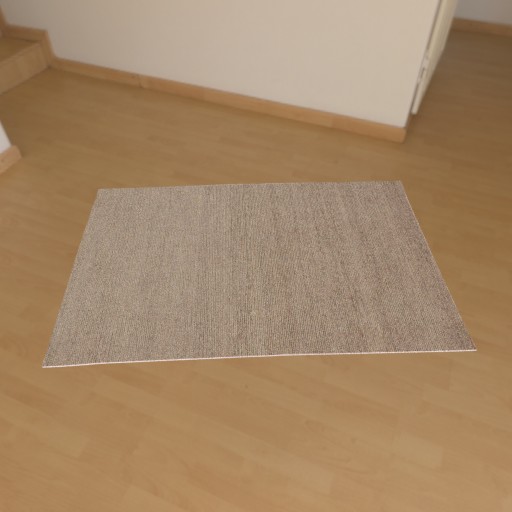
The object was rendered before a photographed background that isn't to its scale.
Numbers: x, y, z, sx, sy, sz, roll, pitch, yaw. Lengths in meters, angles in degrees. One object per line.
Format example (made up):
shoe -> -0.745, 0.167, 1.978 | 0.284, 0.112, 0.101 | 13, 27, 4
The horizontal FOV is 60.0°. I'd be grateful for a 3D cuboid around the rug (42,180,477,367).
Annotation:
rug -> 0.000, 0.000, 2.210 | 1.792, 0.021, 1.154 | -2, 47, -2
